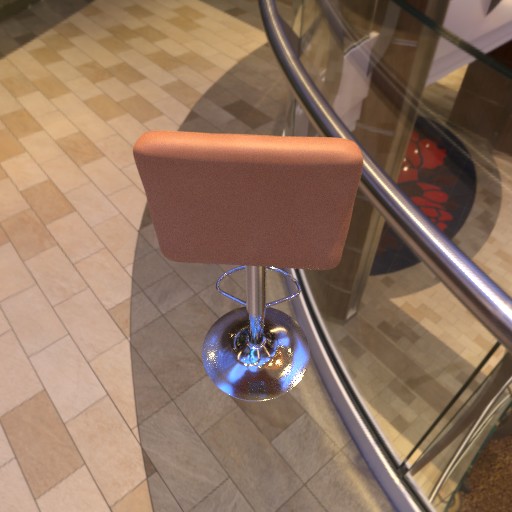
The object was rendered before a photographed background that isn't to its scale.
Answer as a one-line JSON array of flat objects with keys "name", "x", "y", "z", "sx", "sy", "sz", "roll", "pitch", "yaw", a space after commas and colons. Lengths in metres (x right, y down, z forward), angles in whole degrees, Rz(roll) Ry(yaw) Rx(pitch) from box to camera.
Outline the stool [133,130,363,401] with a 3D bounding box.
[{"name": "stool", "x": 0.000, "y": 0.000, "z": 1.341, "sx": 0.430, "sy": 1.115, "sz": 0.505, "roll": 3, "pitch": 48, "yaw": 3}]
